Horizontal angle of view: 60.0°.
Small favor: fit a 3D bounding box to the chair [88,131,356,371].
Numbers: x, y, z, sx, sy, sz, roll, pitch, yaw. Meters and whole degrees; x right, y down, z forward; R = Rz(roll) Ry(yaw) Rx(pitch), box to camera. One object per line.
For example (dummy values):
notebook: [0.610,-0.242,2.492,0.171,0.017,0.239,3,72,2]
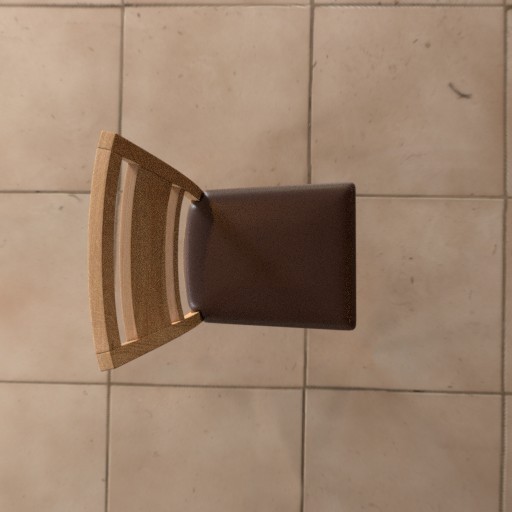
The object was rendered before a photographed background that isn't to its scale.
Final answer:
chair: [0.000,0.000,1.193,0.545,0.940,0.420,0,89,1]
